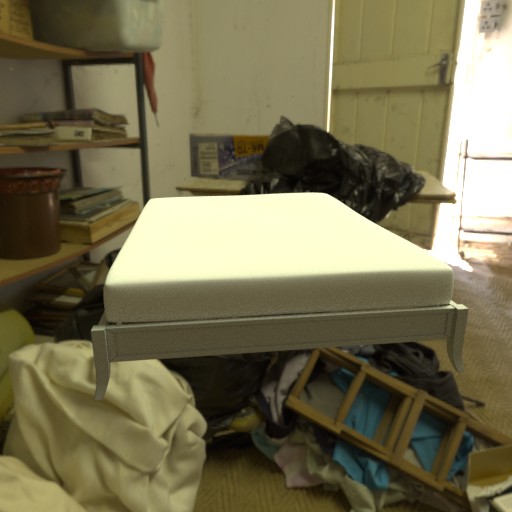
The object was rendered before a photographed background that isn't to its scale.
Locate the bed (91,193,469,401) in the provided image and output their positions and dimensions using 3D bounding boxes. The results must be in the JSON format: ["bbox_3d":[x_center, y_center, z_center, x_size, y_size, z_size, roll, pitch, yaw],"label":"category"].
[{"bbox_3d":[0.000,0.000,2.810,1.604,0.510,2.108,-2,17,-7],"label":"bed"}]
